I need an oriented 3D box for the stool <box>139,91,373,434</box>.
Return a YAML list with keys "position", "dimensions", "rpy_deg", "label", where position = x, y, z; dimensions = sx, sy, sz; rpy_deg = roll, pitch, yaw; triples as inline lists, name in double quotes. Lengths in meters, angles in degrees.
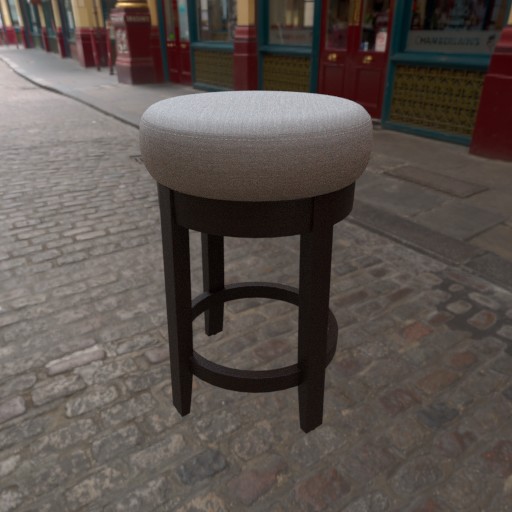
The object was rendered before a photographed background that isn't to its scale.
- position: [0.000, 0.000, 0.981]
  dimensions: [0.443, 0.672, 0.443]
  rpy_deg: [0, 27, 0]
  label: "stool"
